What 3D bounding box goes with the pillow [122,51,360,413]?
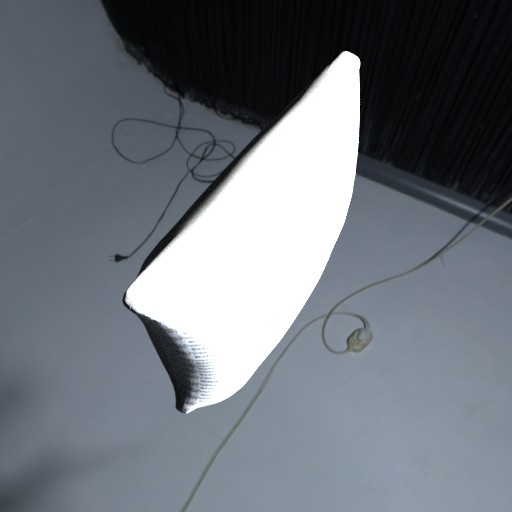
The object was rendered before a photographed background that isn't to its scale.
[{"bbox_3d":[0.000,0.000,0.752,0.219,0.491,0.496,28,62,17],"label":"pillow"}]
